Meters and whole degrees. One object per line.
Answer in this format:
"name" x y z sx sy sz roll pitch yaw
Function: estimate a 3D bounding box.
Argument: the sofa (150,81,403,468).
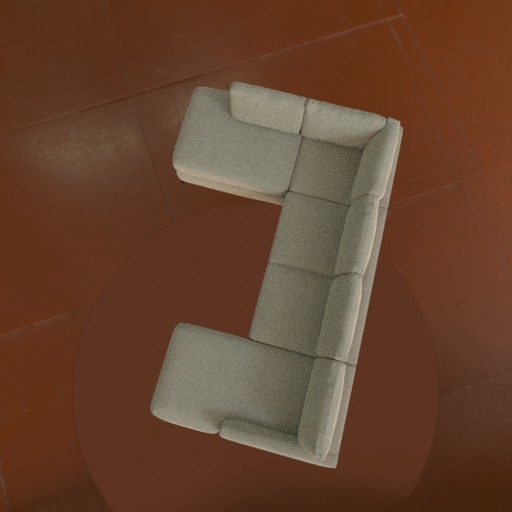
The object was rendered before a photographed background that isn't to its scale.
"sofa" 0.000 0.000 3.855 1.989 0.862 2.984 14 76 4
